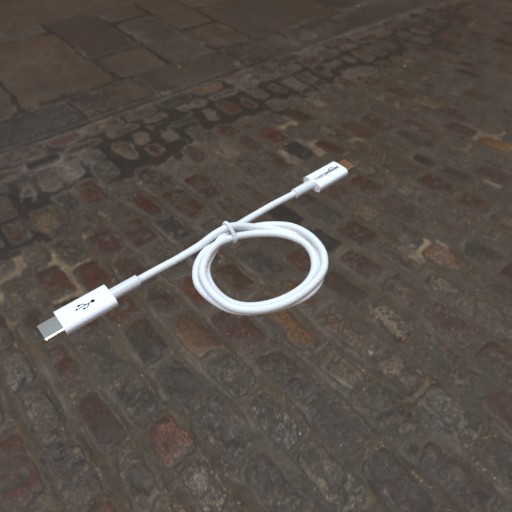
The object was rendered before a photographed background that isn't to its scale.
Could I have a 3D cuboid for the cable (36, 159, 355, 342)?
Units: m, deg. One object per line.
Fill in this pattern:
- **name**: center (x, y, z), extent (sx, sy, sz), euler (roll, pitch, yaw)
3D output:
- **cable**: center (0.000, 0.000, 0.225), extent (0.203, 0.014, 0.070), euler (-32, 54, -27)
